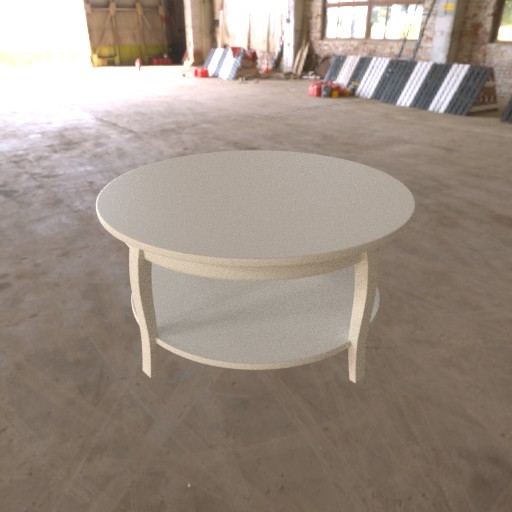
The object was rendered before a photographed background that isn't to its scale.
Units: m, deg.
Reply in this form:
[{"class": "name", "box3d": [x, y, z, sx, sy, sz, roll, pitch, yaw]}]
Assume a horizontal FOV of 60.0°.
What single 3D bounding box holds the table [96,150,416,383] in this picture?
[{"class": "table", "box3d": [0.000, 0.000, 1.427, 0.910, 0.457, 0.910, 0, 27, 0]}]
